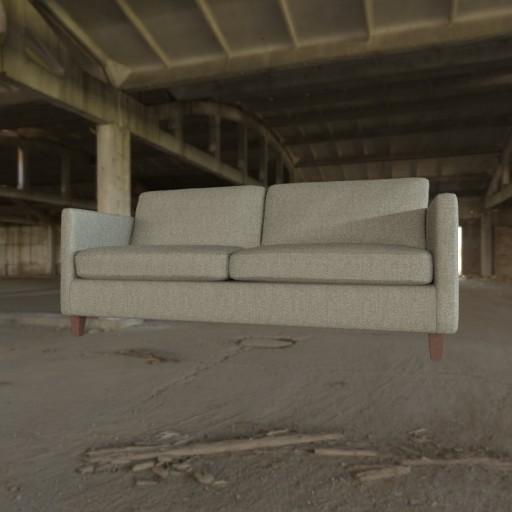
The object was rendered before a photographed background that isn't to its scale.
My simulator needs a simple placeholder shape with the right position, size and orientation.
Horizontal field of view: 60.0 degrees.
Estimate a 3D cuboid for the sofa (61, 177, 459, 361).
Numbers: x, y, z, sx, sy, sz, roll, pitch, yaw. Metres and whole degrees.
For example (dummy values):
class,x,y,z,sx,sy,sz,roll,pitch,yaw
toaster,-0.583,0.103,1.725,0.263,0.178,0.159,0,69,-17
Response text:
class,x,y,z,sx,sy,sz,roll,pitch,yaw
sofa,0.000,0.000,2.741,2.208,0.960,0.956,0,0,18
